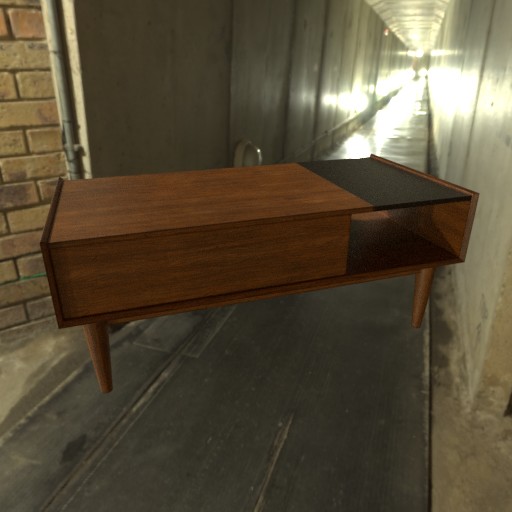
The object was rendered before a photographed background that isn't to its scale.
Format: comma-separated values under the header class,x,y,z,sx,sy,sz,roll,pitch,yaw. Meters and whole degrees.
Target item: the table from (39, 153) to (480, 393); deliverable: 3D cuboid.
class,x,y,z,sx,sy,sz,roll,pitch,yaw
table,0.000,0.000,1.534,1.221,0.508,0.610,-8,26,-16
